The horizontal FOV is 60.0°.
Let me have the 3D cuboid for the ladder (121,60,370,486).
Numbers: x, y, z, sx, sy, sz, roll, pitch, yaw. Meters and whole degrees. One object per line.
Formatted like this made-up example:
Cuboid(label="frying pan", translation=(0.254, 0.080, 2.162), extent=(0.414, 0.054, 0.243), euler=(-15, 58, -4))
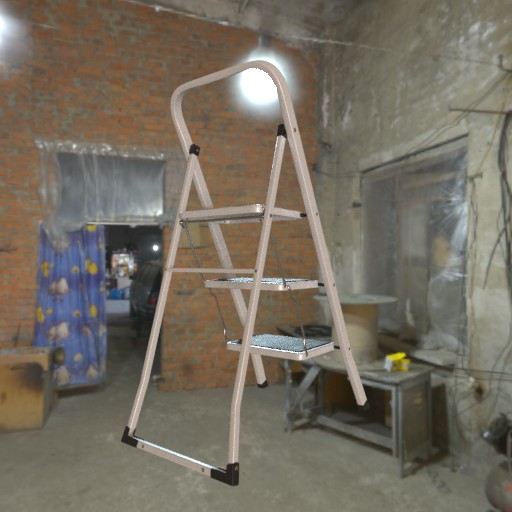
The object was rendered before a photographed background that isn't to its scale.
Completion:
Cuboid(label="ladder", translation=(0.000, 0.000, 1.401), extent=(0.460, 1.050, 0.711), euler=(-1, -1, 37))
